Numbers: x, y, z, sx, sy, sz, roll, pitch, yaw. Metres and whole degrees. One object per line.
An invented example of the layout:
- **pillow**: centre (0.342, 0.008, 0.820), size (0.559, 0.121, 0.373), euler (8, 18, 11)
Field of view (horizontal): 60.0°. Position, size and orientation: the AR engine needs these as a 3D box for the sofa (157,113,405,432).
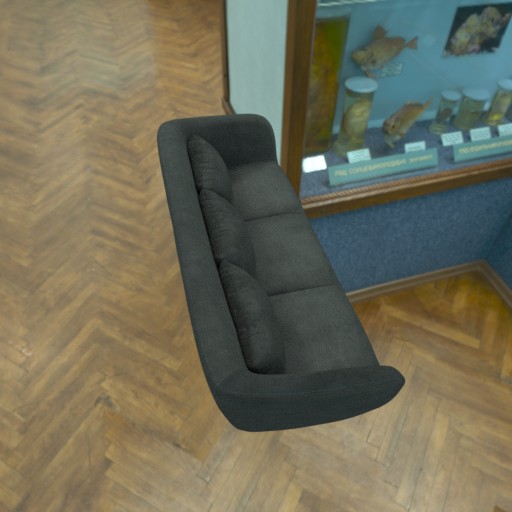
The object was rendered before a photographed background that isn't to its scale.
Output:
- **sofa**: centre (0.000, 0.000, 2.796), size (0.956, 0.875, 2.296), euler (-11, 48, -10)
